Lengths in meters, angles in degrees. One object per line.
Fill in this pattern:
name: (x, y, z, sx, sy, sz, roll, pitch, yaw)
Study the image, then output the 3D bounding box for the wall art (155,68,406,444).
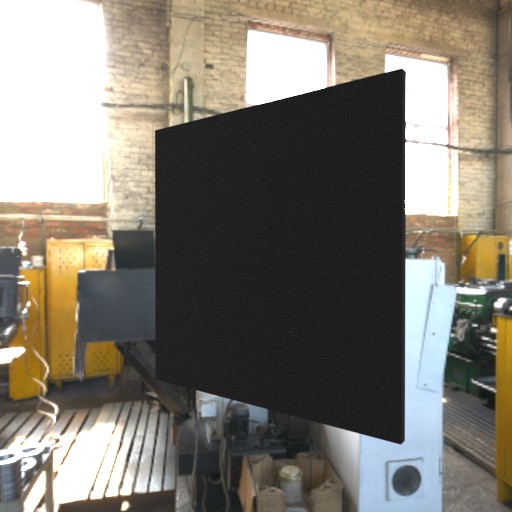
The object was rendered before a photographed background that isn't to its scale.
wall art: (0.000, 0.000, 0.682, 0.456, 0.458, 0.013, 0, 1, 37)
